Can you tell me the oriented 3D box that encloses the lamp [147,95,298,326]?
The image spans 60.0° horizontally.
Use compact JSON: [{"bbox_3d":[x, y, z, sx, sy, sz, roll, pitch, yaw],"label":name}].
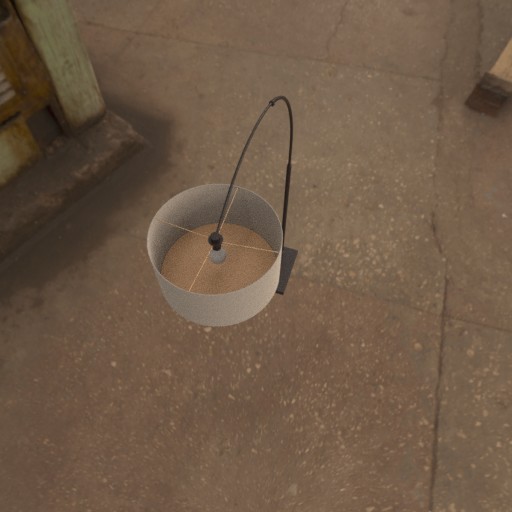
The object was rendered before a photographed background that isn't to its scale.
[{"bbox_3d":[0.000,0.000,2.559,0.493,1.927,1.424,16,59,10],"label":"lamp"}]
